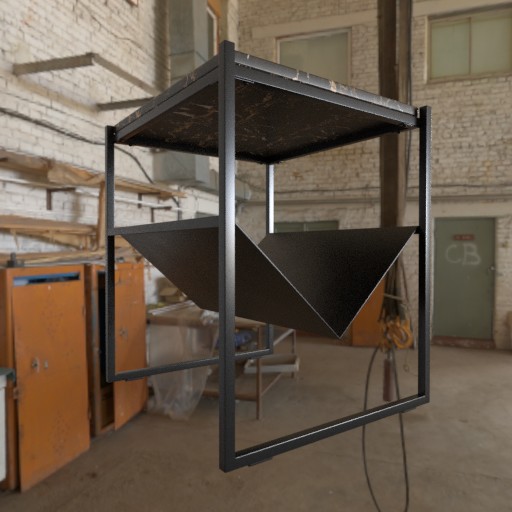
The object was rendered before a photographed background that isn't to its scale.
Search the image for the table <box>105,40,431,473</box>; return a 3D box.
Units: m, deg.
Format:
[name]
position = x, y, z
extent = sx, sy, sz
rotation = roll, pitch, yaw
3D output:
[table]
position = 0.000, 0.000, 0.855
extent = 0.432, 0.534, 0.469
rotation = -1, 1, -36
